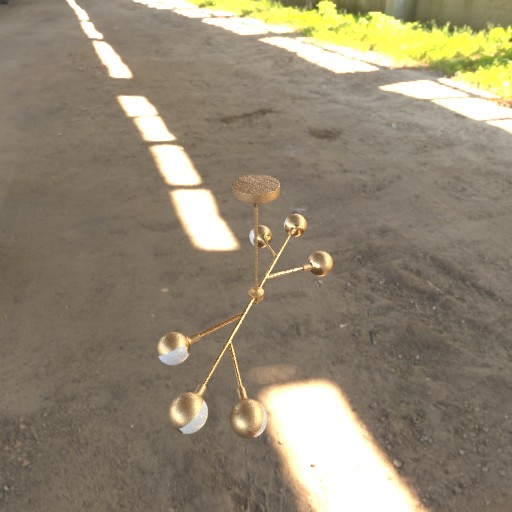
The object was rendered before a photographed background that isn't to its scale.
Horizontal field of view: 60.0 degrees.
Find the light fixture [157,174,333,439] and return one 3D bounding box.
[{"bbox_3d":[0.000,0.000,1.031,0.434,0.362,0.778,21,39,29],"label":"light fixture"}]
